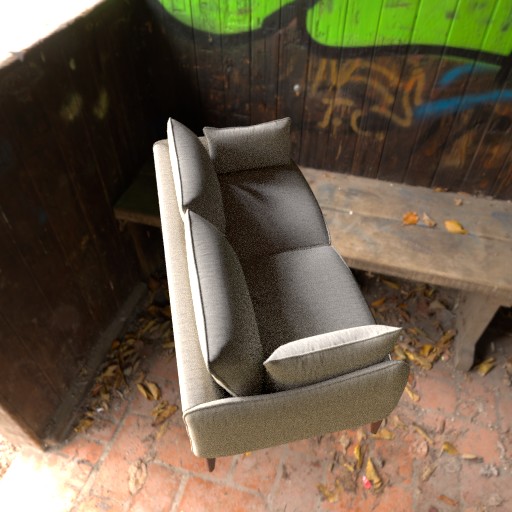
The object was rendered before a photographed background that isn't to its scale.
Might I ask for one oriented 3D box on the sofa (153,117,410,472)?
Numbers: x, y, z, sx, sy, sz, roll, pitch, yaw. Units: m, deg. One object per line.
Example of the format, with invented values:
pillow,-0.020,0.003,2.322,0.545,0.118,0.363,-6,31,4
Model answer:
sofa,0.000,0.000,2.521,0.991,0.860,1.989,-9,47,-9
